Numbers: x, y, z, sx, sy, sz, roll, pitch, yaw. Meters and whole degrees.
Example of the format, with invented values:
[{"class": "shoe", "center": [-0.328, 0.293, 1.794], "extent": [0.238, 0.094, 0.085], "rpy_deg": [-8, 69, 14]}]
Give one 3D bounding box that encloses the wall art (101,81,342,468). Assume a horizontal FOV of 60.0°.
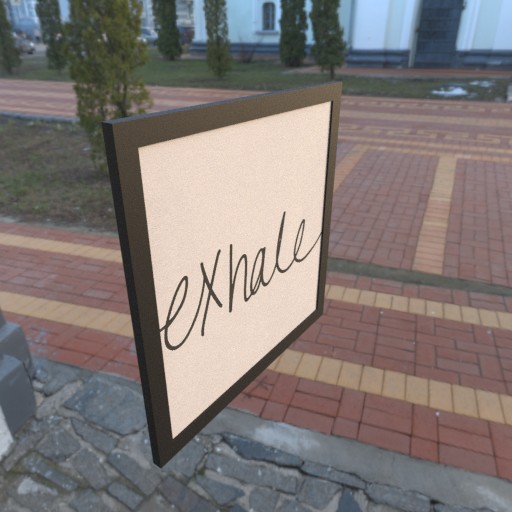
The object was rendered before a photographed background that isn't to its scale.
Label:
[{"class": "wall art", "center": [0.000, 0.000, 0.521], "extent": [0.012, 0.357, 0.358], "rpy_deg": [18, 32, 32]}]
